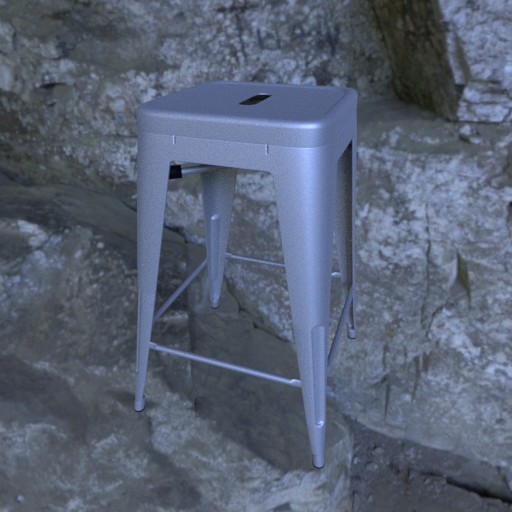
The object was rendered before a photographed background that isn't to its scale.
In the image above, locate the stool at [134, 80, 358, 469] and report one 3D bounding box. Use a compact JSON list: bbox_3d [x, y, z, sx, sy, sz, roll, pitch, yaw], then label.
[{"bbox_3d":[0.000,0.000,0.885,0.406,0.610,0.406,10,31,17],"label":"stool"}]
